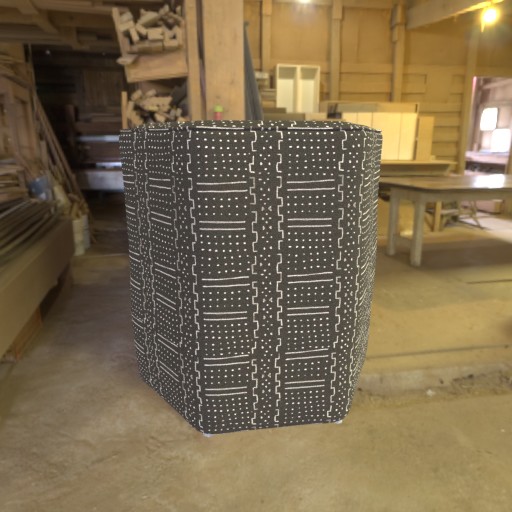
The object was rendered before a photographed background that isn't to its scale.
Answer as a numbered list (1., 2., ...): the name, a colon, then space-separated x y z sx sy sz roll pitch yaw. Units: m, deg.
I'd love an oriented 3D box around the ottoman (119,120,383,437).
1. ottoman: 0.000 0.000 0.879 0.494 0.502 0.443 -2 15 -9
